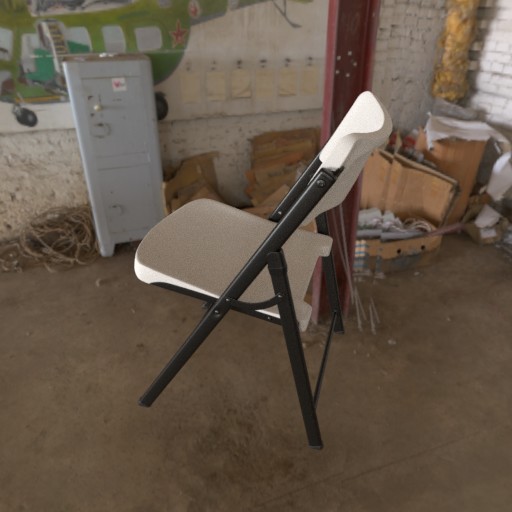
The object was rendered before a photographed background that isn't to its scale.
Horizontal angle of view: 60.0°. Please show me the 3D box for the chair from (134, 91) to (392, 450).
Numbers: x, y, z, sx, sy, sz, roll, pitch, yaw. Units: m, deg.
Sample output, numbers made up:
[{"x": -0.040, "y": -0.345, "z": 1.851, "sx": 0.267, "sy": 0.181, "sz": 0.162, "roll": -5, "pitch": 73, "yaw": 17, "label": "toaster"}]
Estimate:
[{"x": 0.000, "y": 0.000, "z": 1.145, "sx": 0.577, "sy": 0.765, "sz": 0.482, "roll": 8, "pitch": 31, "yaw": 14, "label": "chair"}]
